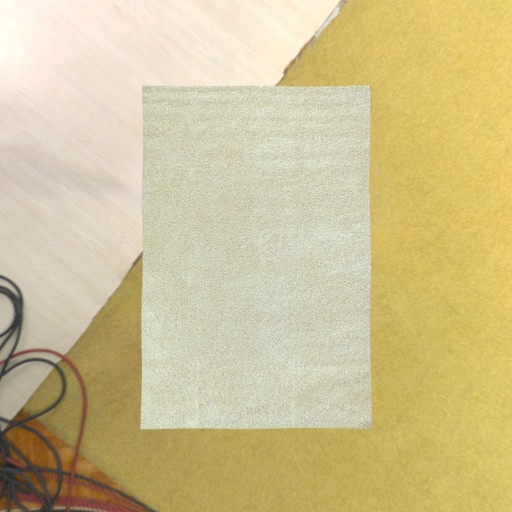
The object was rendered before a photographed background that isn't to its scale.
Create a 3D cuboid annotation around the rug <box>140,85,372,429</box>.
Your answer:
[{"bbox_3d":[0.000,0.000,3.486,1.800,0.025,2.699,0,89,0],"label":"rug"}]
